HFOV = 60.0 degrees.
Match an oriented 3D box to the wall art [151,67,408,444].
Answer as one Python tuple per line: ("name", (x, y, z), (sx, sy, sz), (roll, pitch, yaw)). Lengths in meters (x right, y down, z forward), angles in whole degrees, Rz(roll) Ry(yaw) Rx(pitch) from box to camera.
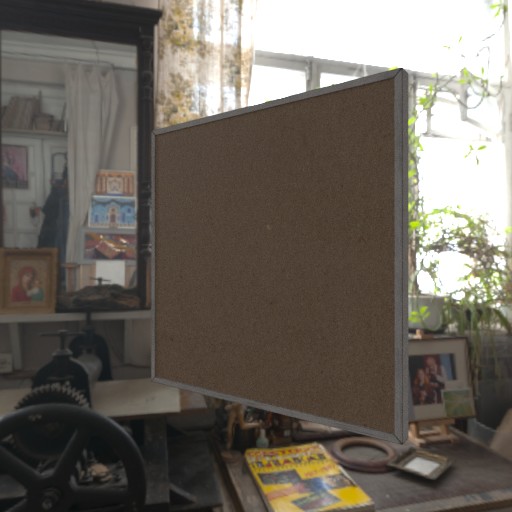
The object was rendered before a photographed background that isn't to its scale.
("wall art", (0.000, 0.000, 1.136), (0.762, 0.762, 0.038), (0, 0, 36))
